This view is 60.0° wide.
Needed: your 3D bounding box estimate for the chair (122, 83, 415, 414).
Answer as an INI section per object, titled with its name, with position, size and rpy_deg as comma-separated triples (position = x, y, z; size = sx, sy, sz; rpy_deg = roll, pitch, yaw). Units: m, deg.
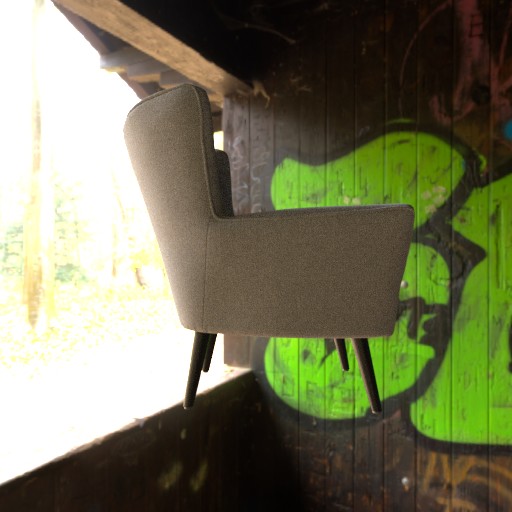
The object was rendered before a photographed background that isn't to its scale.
[chair]
position = 0.000, 0.000, 1.567
size = 0.888, 0.933, 0.781
rpy_deg = 0, 0, 1
